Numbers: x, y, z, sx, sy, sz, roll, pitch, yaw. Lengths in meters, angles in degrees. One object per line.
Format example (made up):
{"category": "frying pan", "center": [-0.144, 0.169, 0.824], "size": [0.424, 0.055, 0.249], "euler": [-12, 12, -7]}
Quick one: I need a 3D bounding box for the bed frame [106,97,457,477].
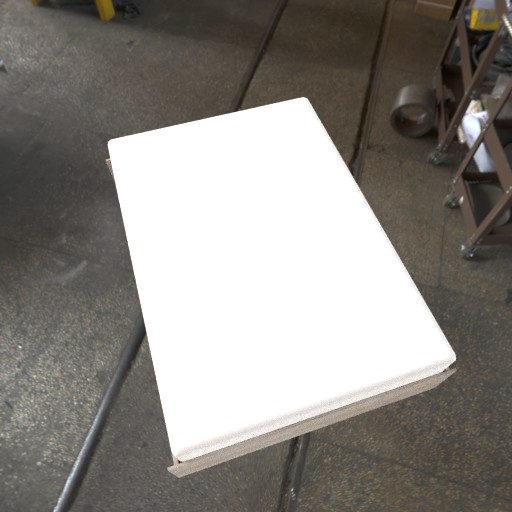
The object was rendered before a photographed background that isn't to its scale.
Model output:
{"category": "bed frame", "center": [0.000, 0.000, 2.604], "size": [1.445, 0.497, 1.945], "euler": [-16, 60, -9]}
